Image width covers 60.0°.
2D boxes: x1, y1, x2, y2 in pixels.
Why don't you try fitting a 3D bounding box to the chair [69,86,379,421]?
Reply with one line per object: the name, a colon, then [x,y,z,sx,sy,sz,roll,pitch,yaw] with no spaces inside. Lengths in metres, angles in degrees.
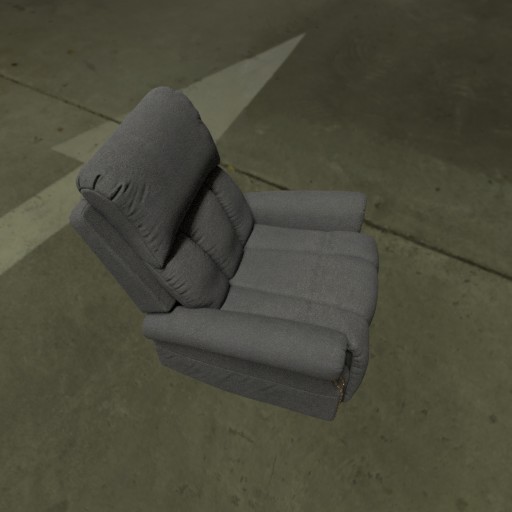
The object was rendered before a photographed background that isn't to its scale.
chair: [0.000,0.000,1.718,0.979,1.031,0.871,11,48,10]
